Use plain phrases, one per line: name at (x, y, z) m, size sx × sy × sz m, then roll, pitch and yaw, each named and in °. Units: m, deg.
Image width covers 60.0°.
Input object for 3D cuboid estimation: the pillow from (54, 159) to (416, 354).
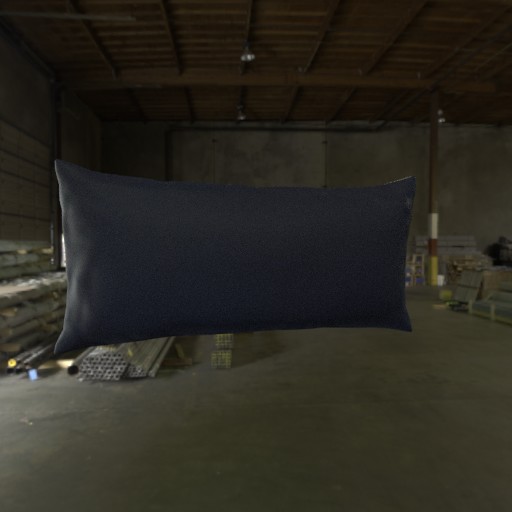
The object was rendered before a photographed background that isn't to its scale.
pillow at (0.000, 0.000, 0.726) m, size 0.610 × 0.287 × 0.151 m, roll -1°, pitch 2°, yaw -18°
